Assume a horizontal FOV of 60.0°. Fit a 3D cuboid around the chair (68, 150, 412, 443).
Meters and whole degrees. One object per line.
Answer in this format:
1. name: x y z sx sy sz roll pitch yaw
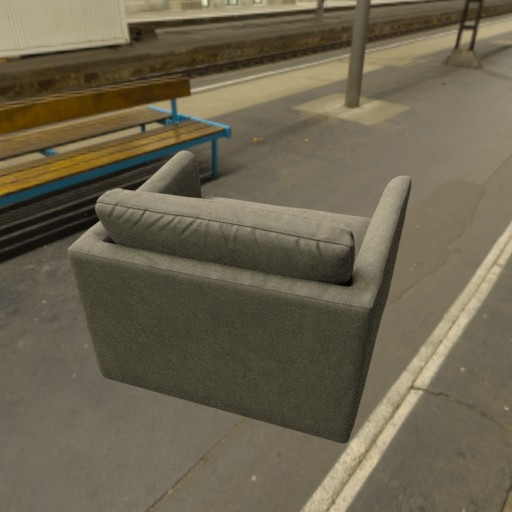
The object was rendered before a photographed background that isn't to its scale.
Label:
1. chair: 0.000 0.000 1.933 1.190 0.845 1.091 10 33 15
